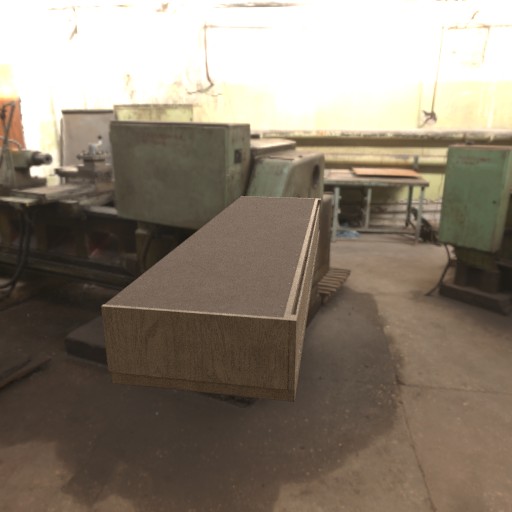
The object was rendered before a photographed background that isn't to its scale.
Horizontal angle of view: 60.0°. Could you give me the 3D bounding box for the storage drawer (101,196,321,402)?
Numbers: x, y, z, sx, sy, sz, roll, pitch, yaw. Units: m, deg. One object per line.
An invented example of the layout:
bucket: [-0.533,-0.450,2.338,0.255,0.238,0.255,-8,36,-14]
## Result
storage drawer: [0.000,0.000,2.308,0.591,0.274,2.072,3,17,9]
